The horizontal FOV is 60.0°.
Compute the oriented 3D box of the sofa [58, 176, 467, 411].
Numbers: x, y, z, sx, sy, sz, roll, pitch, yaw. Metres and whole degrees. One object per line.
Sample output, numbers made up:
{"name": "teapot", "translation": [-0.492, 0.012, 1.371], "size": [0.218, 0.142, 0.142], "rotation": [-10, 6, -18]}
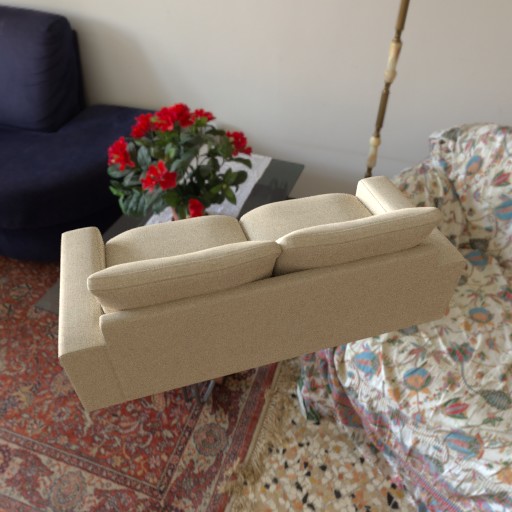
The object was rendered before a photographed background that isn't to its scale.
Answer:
{"name": "sofa", "translation": [0.000, 0.000, 2.796], "size": [2.299, 0.922, 1.040], "rotation": [-12, 44, -12]}
